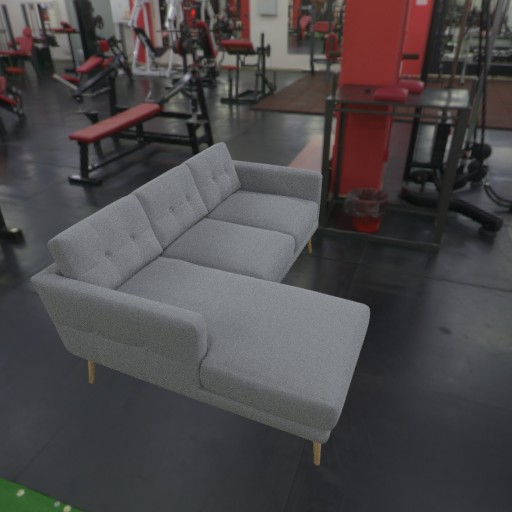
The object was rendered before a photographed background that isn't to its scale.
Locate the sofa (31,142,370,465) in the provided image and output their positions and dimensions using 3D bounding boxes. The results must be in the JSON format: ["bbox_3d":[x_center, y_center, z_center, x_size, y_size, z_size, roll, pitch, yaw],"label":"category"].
[{"bbox_3d":[0.000,0.000,2.769,1.530,0.860,2.040,12,32,19],"label":"sofa"}]
